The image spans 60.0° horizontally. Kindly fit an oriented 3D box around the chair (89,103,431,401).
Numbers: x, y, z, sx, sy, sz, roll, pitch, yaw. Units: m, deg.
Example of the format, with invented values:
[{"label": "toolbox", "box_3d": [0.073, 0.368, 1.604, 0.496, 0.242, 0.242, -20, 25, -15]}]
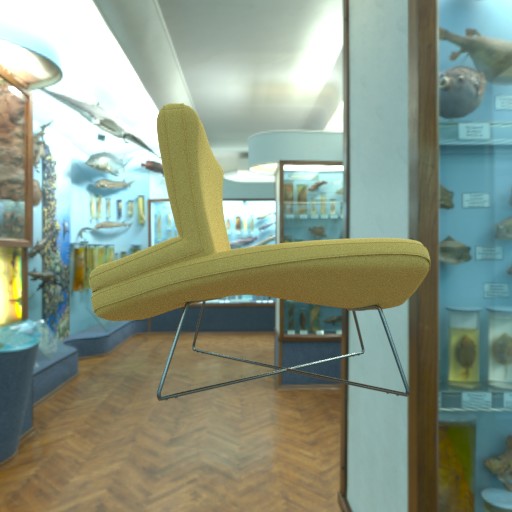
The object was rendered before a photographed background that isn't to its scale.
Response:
[{"label": "chair", "box_3d": [0.000, 0.000, 1.636, 1.008, 0.855, 0.859, 0, 0, 1]}]
